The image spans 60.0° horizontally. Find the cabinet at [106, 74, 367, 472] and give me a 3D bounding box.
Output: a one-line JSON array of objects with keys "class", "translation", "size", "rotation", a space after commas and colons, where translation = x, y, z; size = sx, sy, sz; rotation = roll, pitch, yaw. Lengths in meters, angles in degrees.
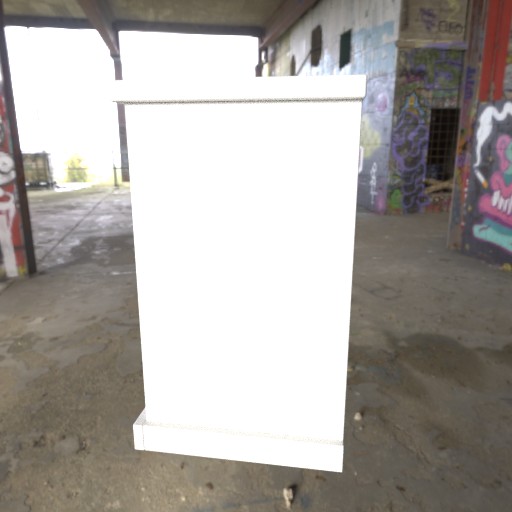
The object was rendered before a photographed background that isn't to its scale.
[{"class": "cabinet", "translation": [0.000, 0.000, 1.050], "size": [0.431, 0.723, 0.520], "rotation": [2, 14, 9]}]
